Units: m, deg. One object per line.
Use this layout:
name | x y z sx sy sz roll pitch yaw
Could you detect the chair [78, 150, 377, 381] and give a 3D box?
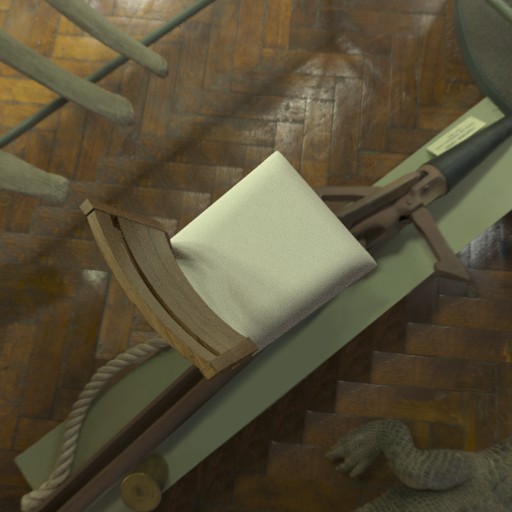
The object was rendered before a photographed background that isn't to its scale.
chair | 0.000 0.000 1.324 0.610 0.939 0.497 -38 80 -8
